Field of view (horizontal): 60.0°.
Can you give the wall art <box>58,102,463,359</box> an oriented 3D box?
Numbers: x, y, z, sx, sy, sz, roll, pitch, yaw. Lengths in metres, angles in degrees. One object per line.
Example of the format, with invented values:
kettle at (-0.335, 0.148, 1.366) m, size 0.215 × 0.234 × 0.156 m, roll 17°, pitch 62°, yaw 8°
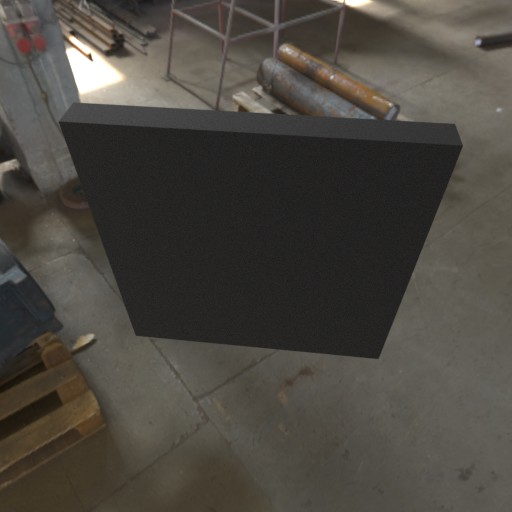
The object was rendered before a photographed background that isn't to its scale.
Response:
wall art at (0.000, 0.000, 0.457) m, size 0.308 × 0.305 × 0.030 m, roll 5°, pitch 47°, yaw 4°
